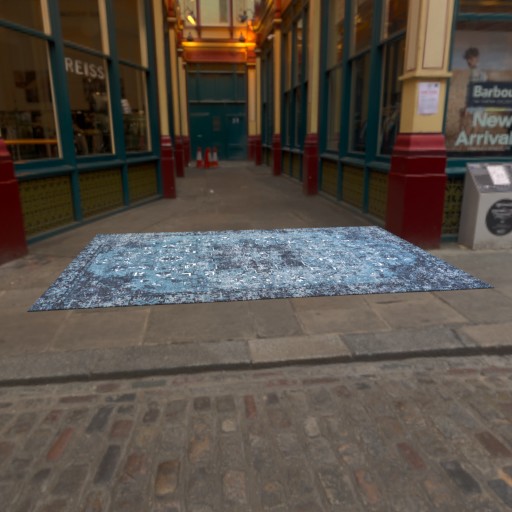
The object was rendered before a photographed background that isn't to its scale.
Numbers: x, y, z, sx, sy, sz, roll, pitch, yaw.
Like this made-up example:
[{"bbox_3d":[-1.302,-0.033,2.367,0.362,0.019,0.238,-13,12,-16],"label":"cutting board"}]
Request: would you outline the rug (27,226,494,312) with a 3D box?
[{"bbox_3d":[0.000,0.000,2.293,1.828,0.005,1.219,-2,16,-7],"label":"rug"}]
